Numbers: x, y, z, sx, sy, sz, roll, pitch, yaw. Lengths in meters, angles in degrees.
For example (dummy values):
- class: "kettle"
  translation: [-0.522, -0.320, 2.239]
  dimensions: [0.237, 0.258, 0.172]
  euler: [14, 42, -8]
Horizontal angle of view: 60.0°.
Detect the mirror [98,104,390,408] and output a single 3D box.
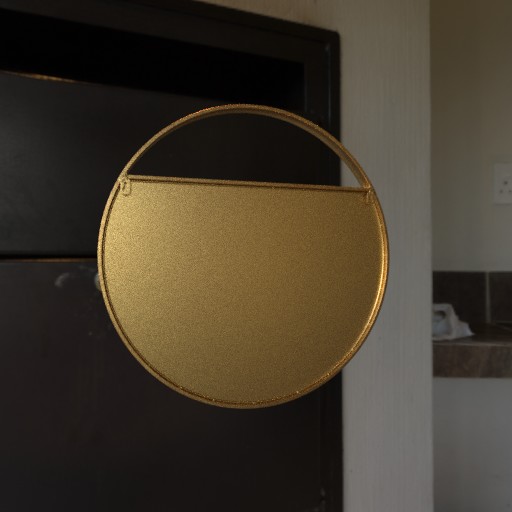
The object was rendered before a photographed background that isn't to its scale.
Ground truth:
- class: "mirror"
  translation: [0.000, 0.000, 0.842]
  dimensions: [0.565, 0.565, 0.032]
  euler: [0, -1, -17]
